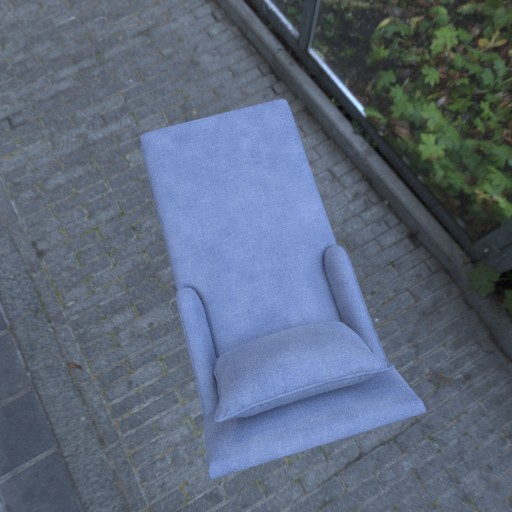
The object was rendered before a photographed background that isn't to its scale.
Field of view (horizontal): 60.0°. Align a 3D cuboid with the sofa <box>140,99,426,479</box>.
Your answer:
[{"bbox_3d":[0.000,0.000,2.276,0.904,0.883,1.779,-15,75,-4],"label":"sofa"}]
